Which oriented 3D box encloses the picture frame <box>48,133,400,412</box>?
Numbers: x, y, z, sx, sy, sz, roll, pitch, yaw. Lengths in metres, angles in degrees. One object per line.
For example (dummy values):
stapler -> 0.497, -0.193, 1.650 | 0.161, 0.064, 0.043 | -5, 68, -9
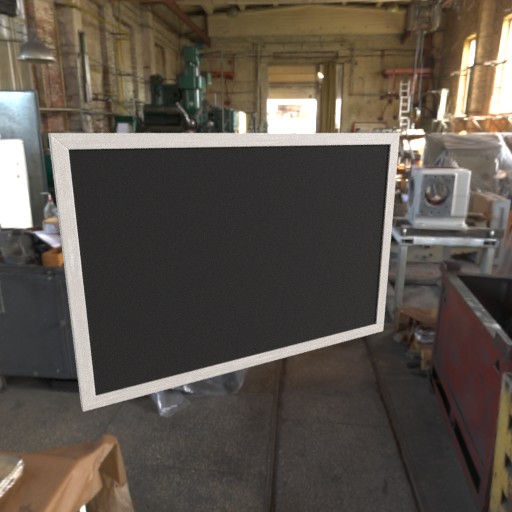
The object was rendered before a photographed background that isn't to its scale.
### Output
picture frame -> 0.000, 0.000, 1.198 | 0.950, 0.640, 0.029 | -8, 17, -27
